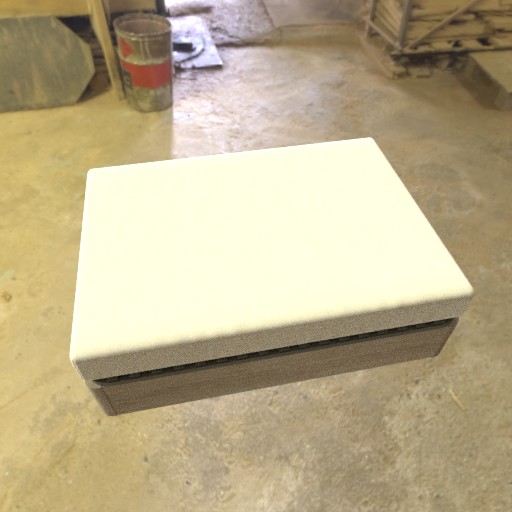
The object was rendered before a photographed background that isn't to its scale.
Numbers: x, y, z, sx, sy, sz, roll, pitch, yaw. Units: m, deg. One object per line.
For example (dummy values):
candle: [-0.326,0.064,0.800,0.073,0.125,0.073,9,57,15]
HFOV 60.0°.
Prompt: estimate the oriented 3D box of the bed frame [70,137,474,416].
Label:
bed frame: [0.000,0.000,2.638,1.900,0.561,1.400,-8,48,-7]
